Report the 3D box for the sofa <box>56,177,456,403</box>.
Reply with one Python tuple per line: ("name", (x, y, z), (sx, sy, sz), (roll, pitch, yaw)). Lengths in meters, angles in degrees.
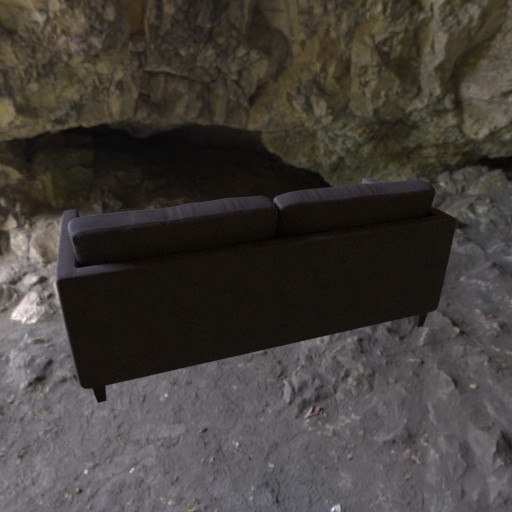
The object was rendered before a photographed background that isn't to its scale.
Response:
("sofa", (0.000, 0.000, 2.769), (2.208, 0.965, 0.951), (-9, 28, -17))
